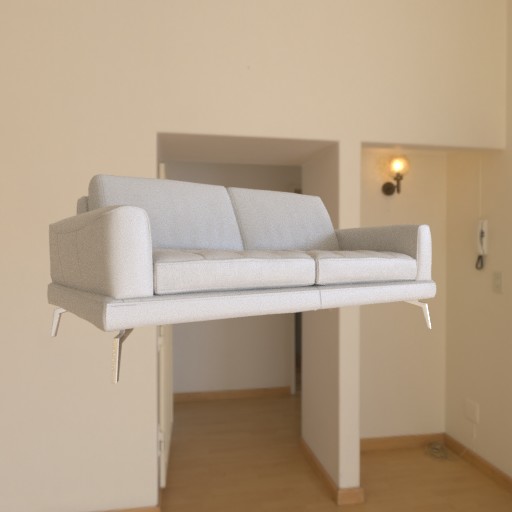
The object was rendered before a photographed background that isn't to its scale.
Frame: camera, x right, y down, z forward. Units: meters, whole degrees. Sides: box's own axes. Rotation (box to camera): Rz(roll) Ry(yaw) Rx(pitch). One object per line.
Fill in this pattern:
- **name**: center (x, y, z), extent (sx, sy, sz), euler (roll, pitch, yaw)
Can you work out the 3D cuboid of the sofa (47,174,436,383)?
- **sofa**: center (0.000, 0.000, 2.689), extent (2.177, 0.930, 1.121), euler (0, 0, -35)
